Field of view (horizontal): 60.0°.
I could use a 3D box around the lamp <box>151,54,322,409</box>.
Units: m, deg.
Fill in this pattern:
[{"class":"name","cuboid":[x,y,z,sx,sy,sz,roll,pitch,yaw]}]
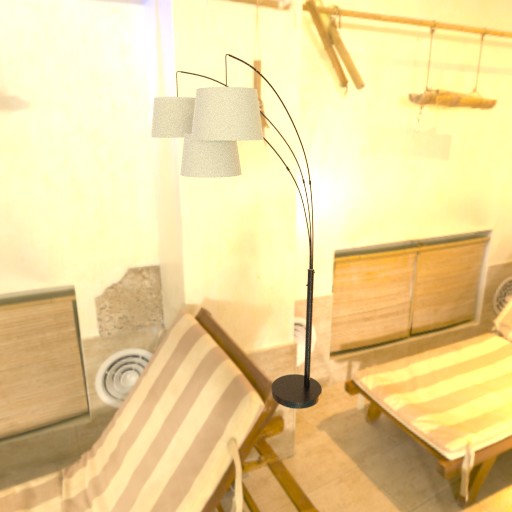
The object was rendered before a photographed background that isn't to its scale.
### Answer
[{"class":"lamp","cuboid":[0.000,0.000,2.468,0.924,1.950,0.951,-8,18,-25]}]
